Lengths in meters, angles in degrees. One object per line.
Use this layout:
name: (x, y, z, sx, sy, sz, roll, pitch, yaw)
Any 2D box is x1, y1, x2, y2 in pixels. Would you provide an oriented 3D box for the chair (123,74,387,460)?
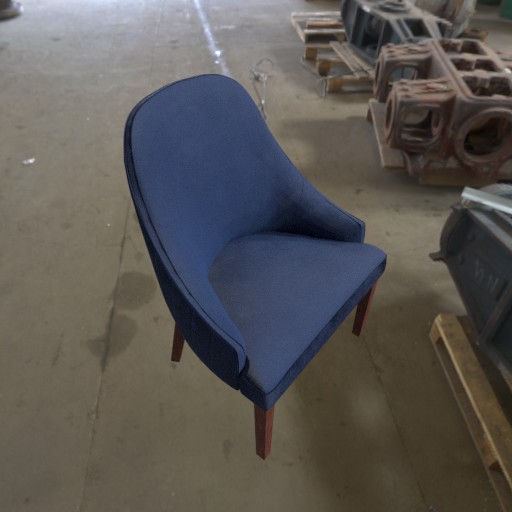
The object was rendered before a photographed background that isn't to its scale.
chair: (0.000, 0.000, 1.301, 0.575, 0.889, 0.643, 28, 49, 27)
